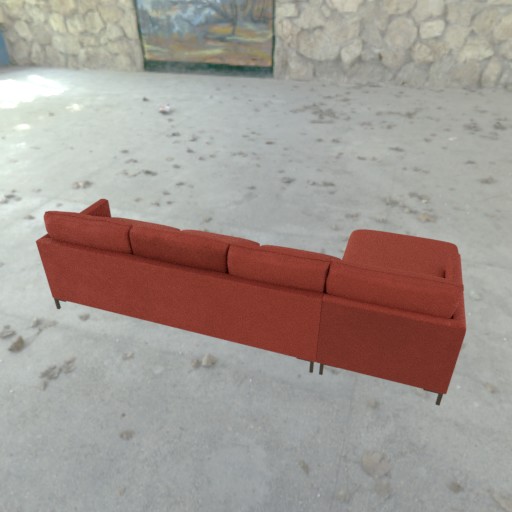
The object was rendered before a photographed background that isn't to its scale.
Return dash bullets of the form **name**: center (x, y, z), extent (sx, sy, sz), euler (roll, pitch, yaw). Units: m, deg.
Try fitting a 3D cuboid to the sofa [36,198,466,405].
- **sofa**: center (0.000, 0.000, 3.951), extent (3.400, 0.967, 1.500), euler (10, 33, 16)
